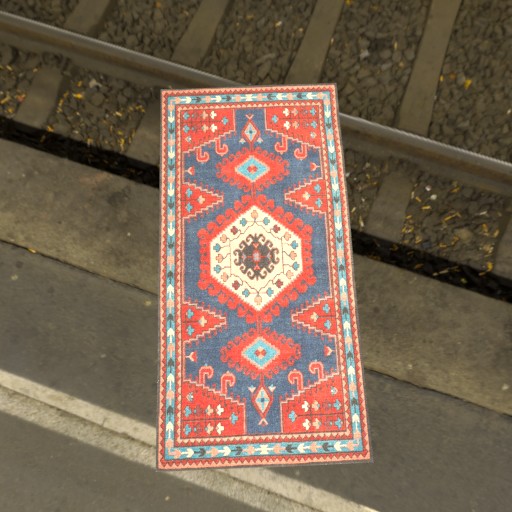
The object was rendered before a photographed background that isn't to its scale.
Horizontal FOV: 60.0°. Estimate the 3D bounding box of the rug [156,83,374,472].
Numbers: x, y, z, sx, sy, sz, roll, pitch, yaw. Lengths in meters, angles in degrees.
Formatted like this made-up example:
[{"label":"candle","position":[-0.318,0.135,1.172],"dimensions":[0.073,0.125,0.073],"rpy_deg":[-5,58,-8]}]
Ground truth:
[{"label":"rug","position":[0.000,0.000,3.450],"dimensions":[1.522,0.034,3.032],"rpy_deg":[-2,76,-1]}]
